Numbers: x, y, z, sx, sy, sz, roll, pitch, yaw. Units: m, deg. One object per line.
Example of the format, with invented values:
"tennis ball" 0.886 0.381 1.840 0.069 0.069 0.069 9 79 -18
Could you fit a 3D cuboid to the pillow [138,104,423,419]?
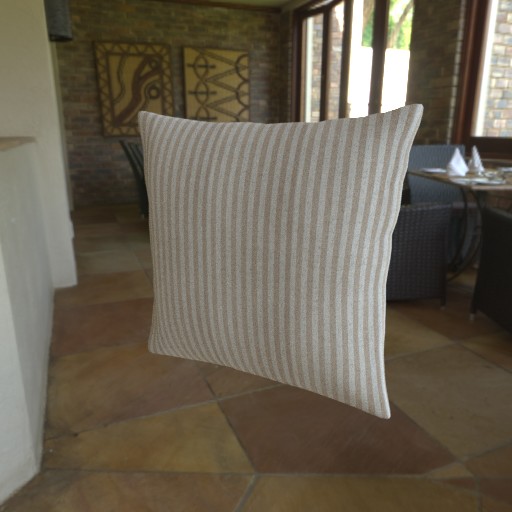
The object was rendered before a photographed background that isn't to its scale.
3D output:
"pillow" 0.000 0.000 0.803 0.523 0.510 0.166 8 18 25
